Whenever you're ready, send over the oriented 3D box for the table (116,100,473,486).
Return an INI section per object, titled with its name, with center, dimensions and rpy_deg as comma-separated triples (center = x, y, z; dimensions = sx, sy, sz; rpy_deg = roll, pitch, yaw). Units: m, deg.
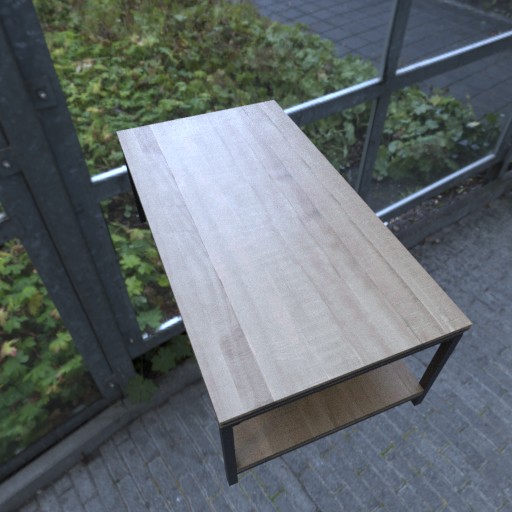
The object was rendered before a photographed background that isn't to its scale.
[table]
center = 0.000, 0.000, 1.357
dimensions = 0.574, 0.393, 1.062
rpy_deg = -16, 49, -15
